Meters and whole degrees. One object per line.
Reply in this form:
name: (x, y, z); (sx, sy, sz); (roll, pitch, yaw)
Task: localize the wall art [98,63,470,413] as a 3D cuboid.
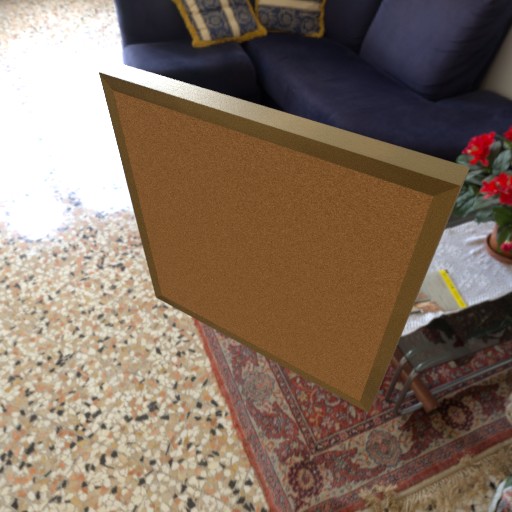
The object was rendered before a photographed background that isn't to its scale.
wall art: (0.000, 0.000, 0.730); (0.507, 0.508, 0.038); (24, 50, 22)
